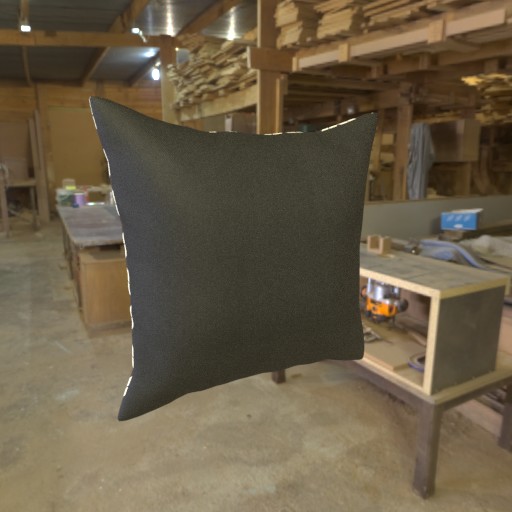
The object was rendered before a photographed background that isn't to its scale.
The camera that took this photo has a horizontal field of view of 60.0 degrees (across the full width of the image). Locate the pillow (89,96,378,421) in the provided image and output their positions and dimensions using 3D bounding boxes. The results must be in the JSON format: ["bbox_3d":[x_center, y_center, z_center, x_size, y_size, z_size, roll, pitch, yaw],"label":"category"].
[{"bbox_3d":[0.000,0.000,0.763,0.504,0.494,0.188,-7,15,-26],"label":"pillow"}]
